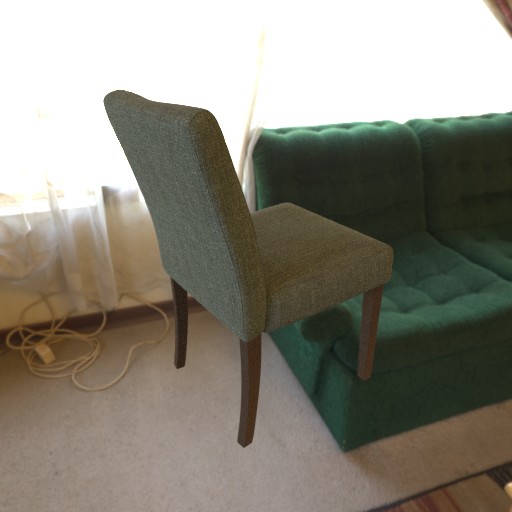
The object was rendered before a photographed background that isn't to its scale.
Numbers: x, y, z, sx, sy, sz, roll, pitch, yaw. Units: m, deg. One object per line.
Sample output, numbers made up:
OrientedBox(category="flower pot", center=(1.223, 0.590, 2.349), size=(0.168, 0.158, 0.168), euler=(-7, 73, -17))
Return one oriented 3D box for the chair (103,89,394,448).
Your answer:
OrientedBox(category="chair", center=(0.000, 0.000, 1.248), size=(0.629, 0.884, 0.487), euler=(-18, 31, -32))
